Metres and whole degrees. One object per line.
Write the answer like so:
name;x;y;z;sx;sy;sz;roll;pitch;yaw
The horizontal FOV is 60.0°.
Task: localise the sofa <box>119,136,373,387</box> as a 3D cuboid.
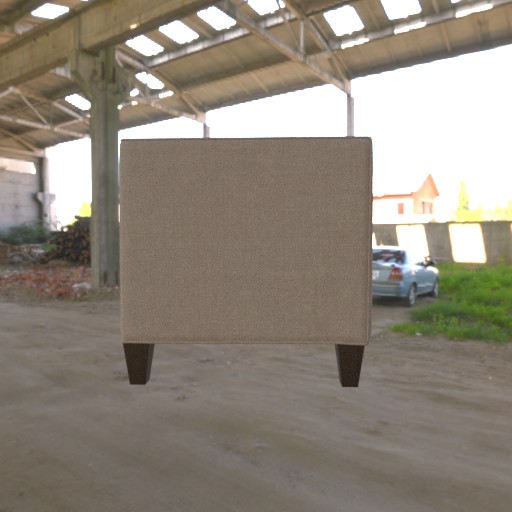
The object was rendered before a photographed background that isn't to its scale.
sofa;0.000;0.000;2.217;0.775;0.762;1.778;0;1;2
